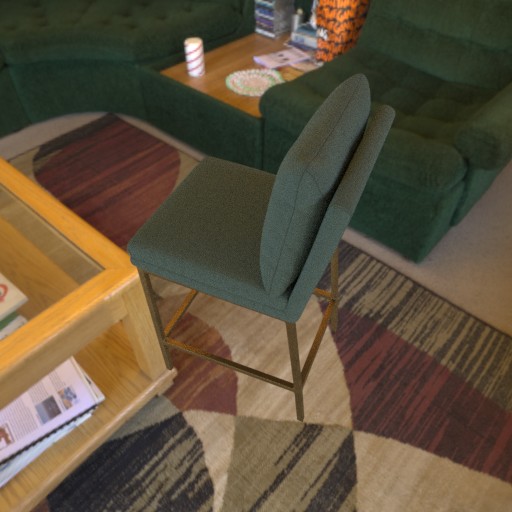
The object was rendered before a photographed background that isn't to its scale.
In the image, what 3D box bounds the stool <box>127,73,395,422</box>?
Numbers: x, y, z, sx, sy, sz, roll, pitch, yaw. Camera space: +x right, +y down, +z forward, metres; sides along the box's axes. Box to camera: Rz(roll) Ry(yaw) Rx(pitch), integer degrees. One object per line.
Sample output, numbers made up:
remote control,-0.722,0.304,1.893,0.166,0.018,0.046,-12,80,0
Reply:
stool,0.000,0.000,1.348,0.568,1.032,0.463,18,49,16
